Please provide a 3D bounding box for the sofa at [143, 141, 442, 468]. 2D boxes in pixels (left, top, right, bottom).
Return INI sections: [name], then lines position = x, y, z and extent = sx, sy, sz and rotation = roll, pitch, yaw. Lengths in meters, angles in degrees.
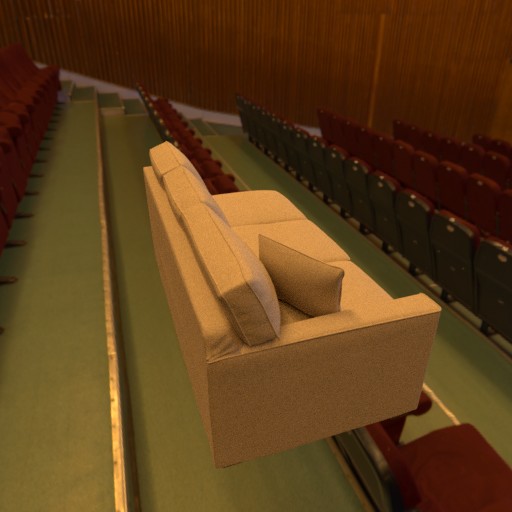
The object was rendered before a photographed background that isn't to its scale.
[sofa]
position = 0.000, 0.000, 2.582
extent = 1.034, 0.946, 1.962
rotation = -9, 30, -16
